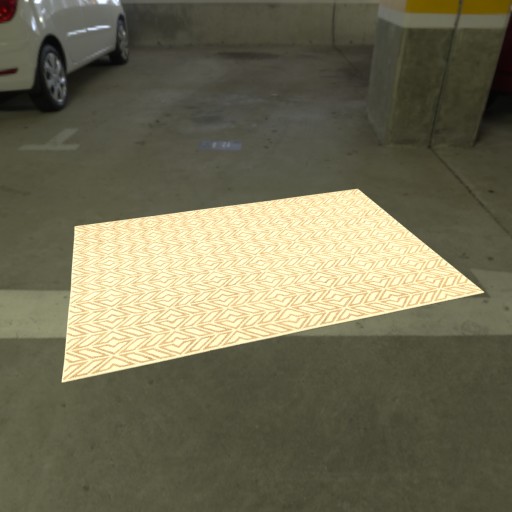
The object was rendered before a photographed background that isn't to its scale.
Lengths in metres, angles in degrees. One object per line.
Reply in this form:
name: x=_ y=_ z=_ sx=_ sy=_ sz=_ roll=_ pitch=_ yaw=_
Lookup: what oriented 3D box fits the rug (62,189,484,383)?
rug: x=0.000 y=0.000 z=2.306 sx=1.828 sy=0.007 sz=1.220 roll=-9 pitch=34 yaw=-14
